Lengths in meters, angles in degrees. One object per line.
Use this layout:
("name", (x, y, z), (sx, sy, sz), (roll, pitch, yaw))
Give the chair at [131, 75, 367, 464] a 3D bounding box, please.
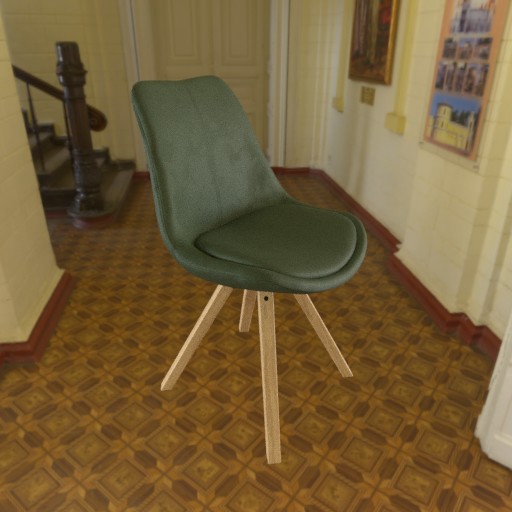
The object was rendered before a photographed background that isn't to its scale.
("chair", (0.000, 0.000, 1.185), (0.547, 0.865, 0.483), (18, 31, 33))
